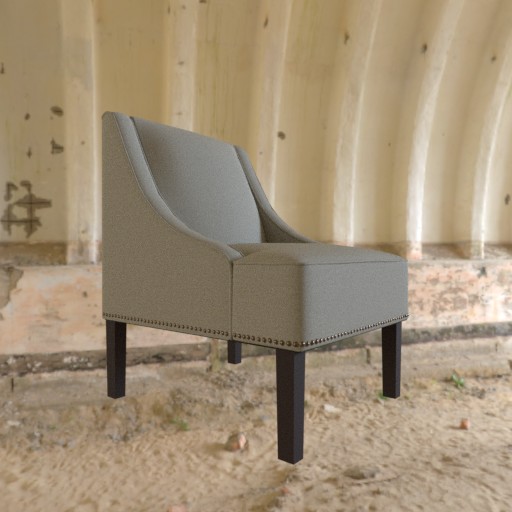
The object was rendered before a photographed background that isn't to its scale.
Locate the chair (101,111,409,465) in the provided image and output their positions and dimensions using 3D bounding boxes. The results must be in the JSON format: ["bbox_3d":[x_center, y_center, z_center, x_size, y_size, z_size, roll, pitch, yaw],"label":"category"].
[{"bbox_3d":[0.000,0.000,1.340,0.737,0.864,0.610,0,0,39],"label":"chair"}]
